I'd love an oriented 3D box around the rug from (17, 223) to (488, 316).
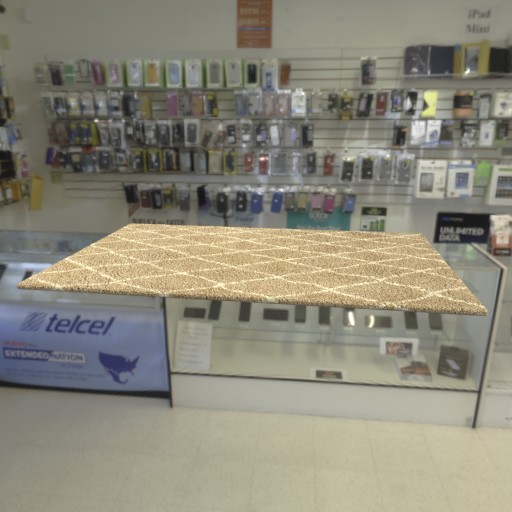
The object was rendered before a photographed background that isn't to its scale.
[{"bbox_3d":[0.000,0.000,2.970,2.438,0.030,1.524,2,17,8],"label":"rug"}]
